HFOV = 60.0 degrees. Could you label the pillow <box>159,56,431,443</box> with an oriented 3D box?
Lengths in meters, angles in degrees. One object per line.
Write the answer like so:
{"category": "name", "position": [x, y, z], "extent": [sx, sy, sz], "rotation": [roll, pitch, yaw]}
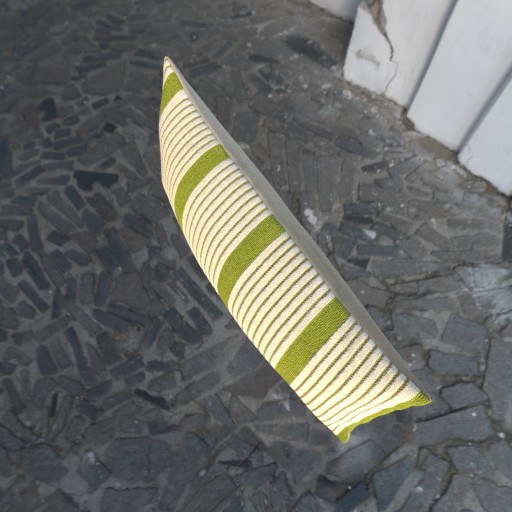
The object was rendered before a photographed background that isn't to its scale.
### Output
{"category": "pillow", "position": [0.000, 0.000, 0.701], "extent": [0.156, 0.292, 0.608], "rotation": [-30, 69, -13]}
